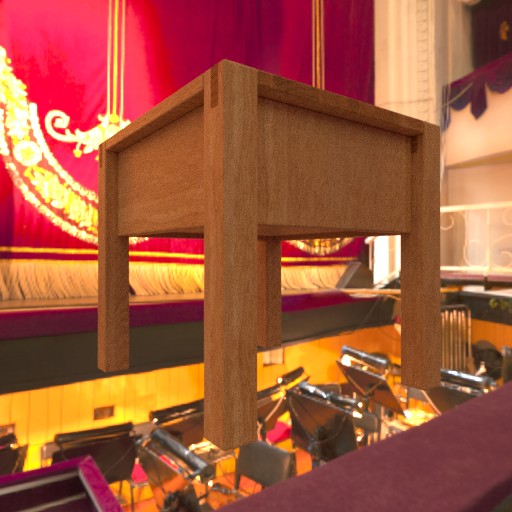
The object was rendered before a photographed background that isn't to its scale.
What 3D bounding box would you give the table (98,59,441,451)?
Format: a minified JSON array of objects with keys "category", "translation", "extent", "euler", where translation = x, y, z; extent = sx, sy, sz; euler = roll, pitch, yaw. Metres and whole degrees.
[{"category":"table","translation":[0.000,0.000,0.829],"extent":[0.440,0.450,0.480],"euler":[0,0,-36]}]
